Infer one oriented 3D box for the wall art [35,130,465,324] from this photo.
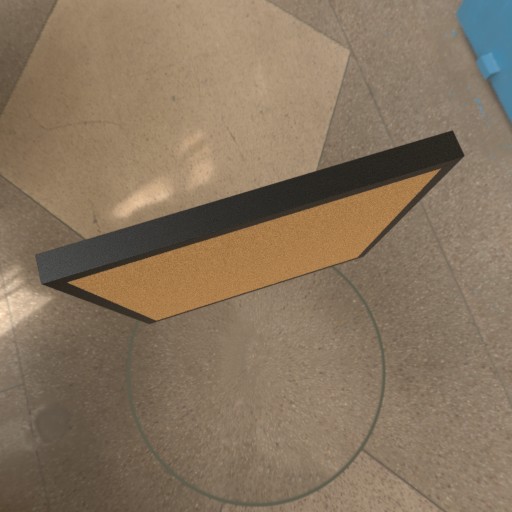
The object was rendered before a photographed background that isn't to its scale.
[{"bbox_3d":[0.000,0.000,0.756,0.508,0.508,0.036,-17,77,-4],"label":"wall art"}]
